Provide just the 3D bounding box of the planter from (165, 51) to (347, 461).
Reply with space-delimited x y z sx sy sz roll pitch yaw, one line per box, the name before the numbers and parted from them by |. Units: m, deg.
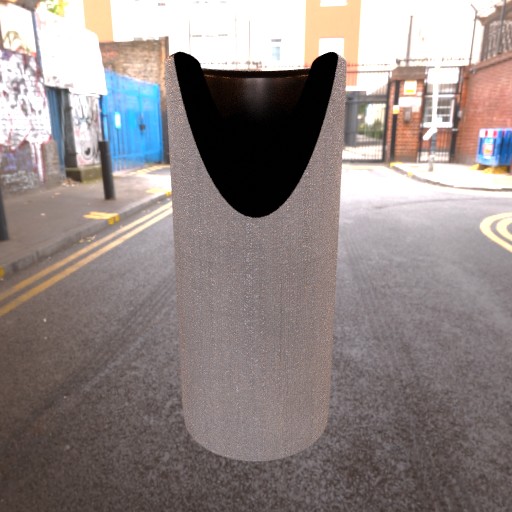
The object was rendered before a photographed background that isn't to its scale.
planter | 0.000 0.000 0.126 0.045 0.103 0.045 -15 21 -42
